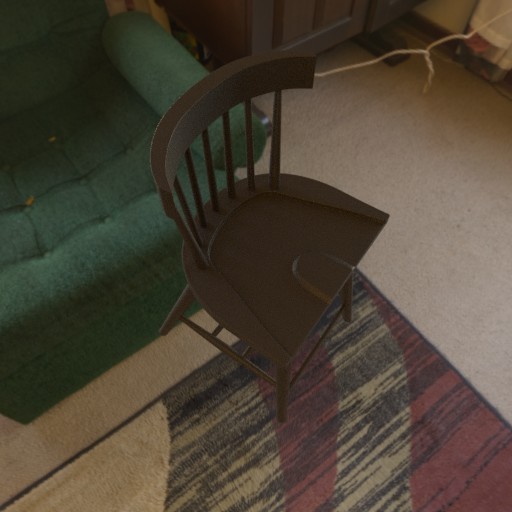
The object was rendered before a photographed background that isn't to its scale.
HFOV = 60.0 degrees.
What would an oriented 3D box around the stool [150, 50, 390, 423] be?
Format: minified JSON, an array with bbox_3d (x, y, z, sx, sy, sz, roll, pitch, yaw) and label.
[{"bbox_3d":[0.000,0.000,1.218,0.549,0.953,0.494,31,63,18],"label":"stool"}]
